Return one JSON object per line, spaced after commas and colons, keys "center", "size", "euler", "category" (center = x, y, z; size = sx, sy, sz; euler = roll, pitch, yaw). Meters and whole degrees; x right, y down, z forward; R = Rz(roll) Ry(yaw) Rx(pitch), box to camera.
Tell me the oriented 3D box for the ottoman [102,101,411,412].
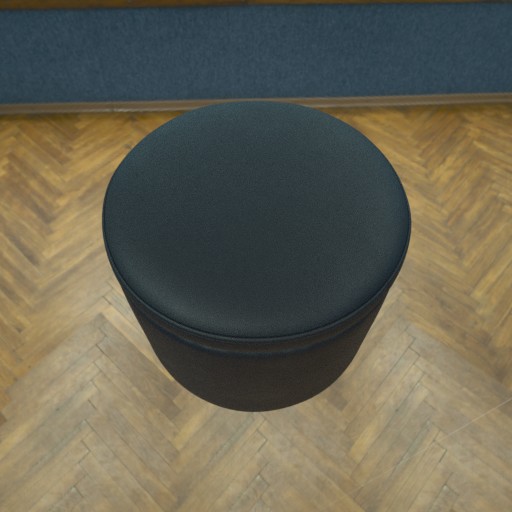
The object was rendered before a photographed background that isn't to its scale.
{"center": [0.000, 0.000, 0.862], "size": [0.501, 0.409, 0.501], "euler": [0, 57, 0], "category": "ottoman"}
